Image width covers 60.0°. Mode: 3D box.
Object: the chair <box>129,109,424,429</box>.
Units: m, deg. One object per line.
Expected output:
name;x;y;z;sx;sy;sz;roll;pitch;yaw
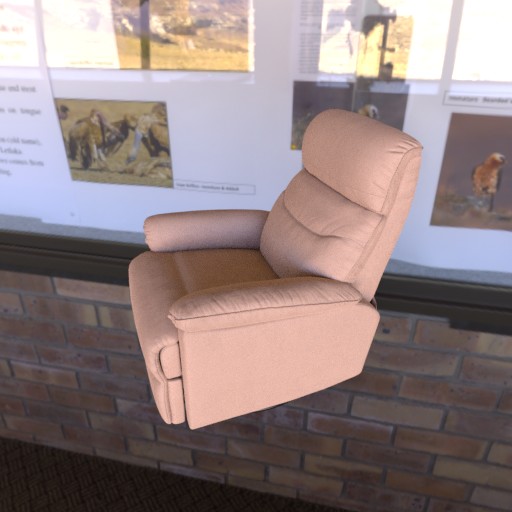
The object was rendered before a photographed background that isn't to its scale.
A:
chair;0.000;0.000;1.779;1.004;1.037;0.820;-9;30;-17
